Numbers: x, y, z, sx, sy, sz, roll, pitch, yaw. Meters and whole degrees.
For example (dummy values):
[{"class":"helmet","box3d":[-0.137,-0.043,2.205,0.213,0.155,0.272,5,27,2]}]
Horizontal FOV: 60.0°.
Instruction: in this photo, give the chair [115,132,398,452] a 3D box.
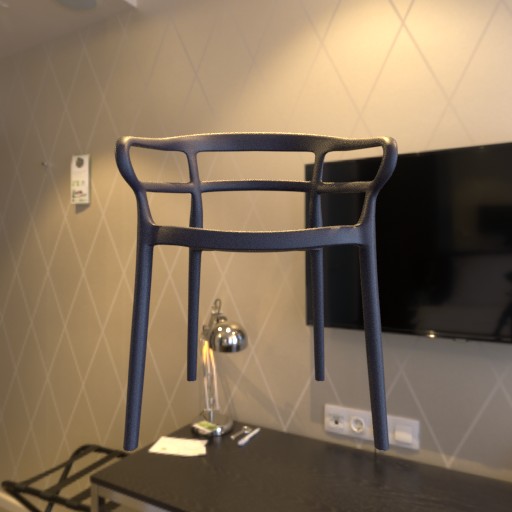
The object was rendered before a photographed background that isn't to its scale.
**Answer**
[{"class":"chair","box3d":[0.000,0.000,1.106,0.559,0.761,0.527,0,0,0]}]
